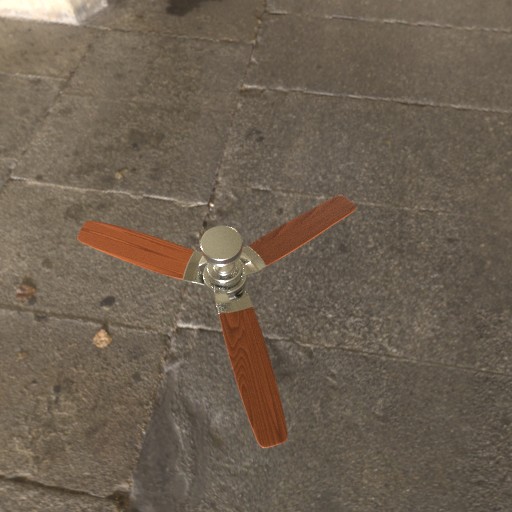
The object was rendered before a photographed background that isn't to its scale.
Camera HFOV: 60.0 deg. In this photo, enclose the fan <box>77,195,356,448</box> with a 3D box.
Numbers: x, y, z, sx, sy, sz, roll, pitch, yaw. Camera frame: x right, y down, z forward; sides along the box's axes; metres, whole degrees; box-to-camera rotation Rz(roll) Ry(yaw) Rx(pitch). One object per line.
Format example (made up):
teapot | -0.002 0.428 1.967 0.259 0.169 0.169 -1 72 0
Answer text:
fan | 0.000 0.000 2.054 1.271 0.410 1.416 -31 63 -18
